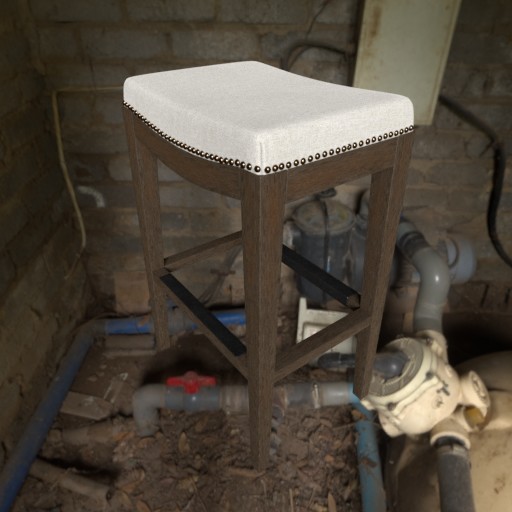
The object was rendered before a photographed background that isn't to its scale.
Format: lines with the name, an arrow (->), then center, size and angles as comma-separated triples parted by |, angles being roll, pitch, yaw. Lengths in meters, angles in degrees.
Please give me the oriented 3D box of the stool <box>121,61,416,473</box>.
stool -> 0.000, 0.000, 1.029 | 0.358, 0.759, 0.498 | -22, 39, -30
